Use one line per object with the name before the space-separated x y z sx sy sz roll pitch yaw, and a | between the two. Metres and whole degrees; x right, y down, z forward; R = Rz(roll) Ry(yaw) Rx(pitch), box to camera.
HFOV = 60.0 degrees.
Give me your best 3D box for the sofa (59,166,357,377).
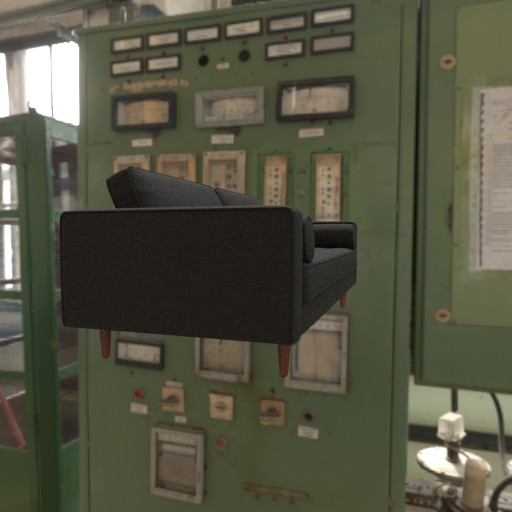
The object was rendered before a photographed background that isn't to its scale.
sofa | 0.000 0.000 2.369 0.914 0.759 1.875 1 3 19
